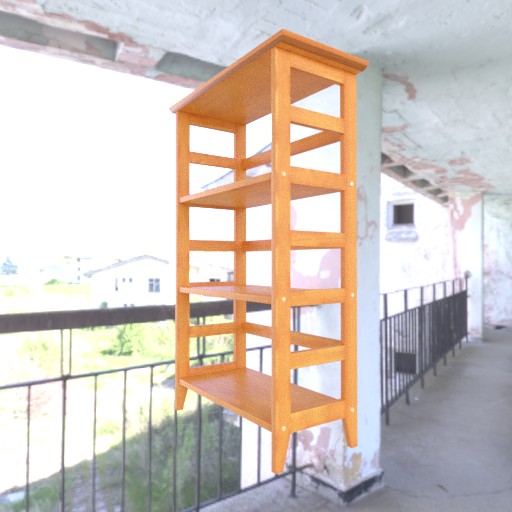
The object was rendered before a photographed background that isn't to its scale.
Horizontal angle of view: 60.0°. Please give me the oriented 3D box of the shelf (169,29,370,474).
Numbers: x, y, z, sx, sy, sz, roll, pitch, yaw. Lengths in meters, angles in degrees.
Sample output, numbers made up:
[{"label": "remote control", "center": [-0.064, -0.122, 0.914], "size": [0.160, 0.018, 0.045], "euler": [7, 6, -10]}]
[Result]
[{"label": "shelf", "center": [0.000, 0.000, 1.399], "size": [0.305, 1.067, 0.660], "euler": [1, -1, -35]}]
